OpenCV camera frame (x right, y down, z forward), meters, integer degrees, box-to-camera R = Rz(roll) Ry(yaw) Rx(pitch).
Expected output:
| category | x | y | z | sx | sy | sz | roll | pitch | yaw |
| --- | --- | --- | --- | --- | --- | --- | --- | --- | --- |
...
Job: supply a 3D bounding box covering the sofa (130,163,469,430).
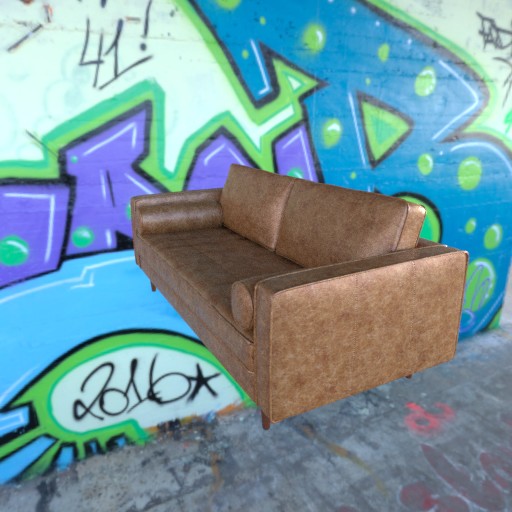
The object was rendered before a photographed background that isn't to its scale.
| category | x | y | z | sx | sy | sz | roll | pitch | yaw |
| --- | --- | --- | --- | --- | --- | --- | --- | --- | --- |
| sofa | 0.000 | 0.000 | 2.384 | 0.924 | 0.825 | 1.920 | -9 | 20 | -26 |
